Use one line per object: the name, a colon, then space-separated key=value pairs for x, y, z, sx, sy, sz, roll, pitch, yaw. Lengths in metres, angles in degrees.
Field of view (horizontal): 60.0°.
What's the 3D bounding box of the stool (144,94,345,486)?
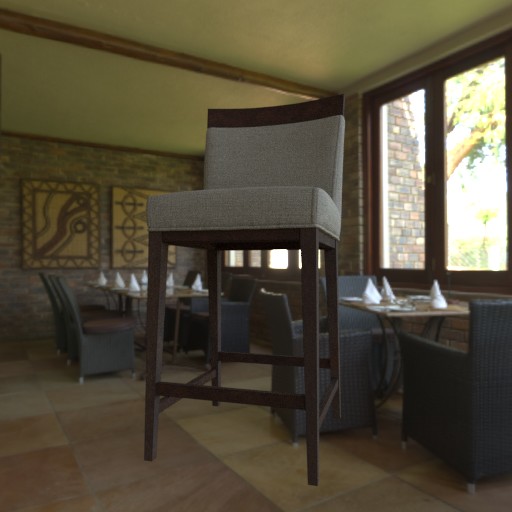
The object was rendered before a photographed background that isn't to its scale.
stool: x=0.000 y=0.000 z=1.391 sx=0.511 sy=1.117 sz=0.531 roll=0 pitch=-1 yaw=17
